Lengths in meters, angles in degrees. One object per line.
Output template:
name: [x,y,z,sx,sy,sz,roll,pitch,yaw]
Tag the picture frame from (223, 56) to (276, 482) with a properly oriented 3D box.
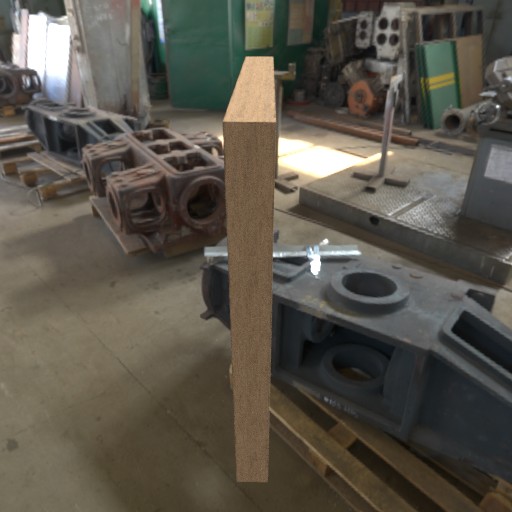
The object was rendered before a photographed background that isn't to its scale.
picture frame: [0.000,0.000,0.699,0.046,0.526,0.421,1,31,1]
